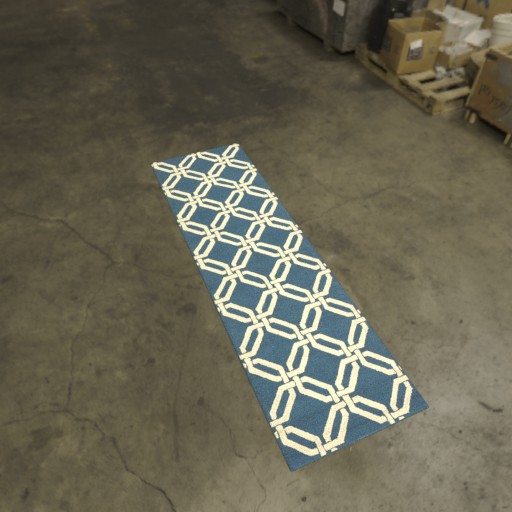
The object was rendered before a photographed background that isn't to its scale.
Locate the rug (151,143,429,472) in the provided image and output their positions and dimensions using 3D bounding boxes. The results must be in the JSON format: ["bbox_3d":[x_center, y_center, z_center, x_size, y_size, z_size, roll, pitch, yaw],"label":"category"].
[{"bbox_3d":[0.000,0.000,2.565,0.678,0.014,2.276,-17,49,-16],"label":"rug"}]
